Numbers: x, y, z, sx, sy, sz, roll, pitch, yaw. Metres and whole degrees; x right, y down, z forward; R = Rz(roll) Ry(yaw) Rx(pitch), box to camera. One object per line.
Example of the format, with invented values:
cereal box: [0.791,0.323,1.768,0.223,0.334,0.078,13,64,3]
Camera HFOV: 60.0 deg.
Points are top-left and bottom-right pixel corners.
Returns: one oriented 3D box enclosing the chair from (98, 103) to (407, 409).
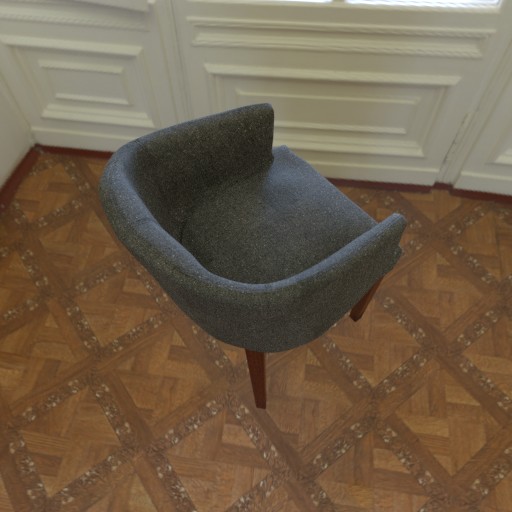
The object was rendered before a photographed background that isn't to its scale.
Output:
chair: [0.000,0.000,1.266,0.655,0.811,0.583,-33,64,-19]
